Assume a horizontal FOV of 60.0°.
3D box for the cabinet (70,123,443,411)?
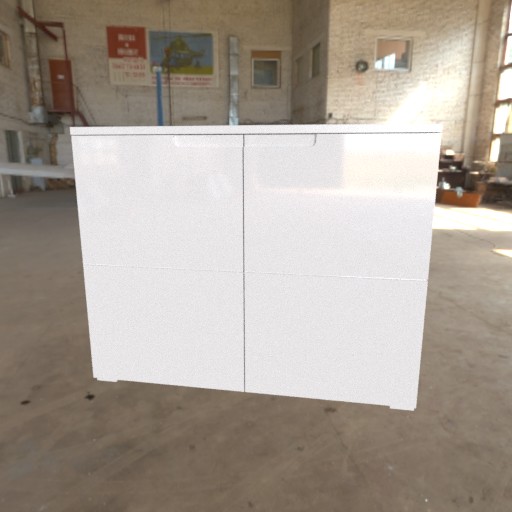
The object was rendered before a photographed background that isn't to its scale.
[{"bbox_3d":[0.000,0.000,1.451,1.000,0.800,0.400,2,13,10],"label":"cabinet"}]
